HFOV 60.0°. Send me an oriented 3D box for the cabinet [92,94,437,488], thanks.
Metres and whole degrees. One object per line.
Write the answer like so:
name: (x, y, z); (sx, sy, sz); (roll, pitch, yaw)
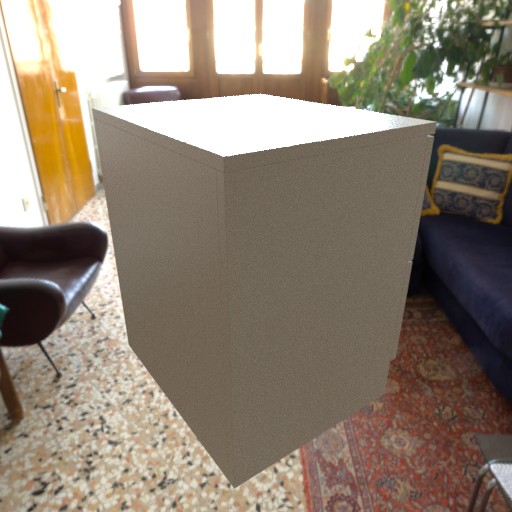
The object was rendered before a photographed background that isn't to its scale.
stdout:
cabinet: (0.000, 0.000, 0.760); (0.360, 0.470, 0.400); (-17, 31, -31)
